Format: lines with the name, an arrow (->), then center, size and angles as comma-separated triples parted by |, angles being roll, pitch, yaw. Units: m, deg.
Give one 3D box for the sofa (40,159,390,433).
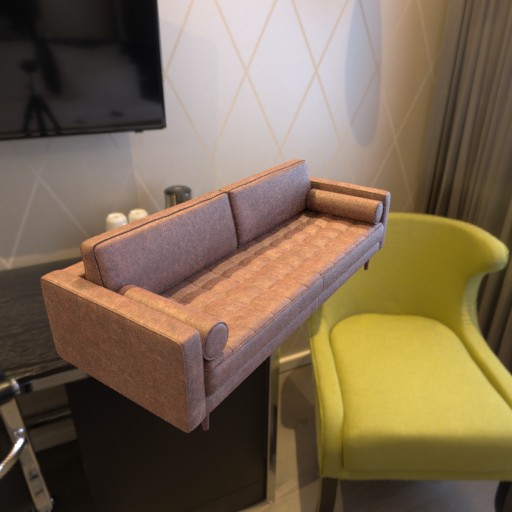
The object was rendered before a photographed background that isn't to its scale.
sofa -> 0.000, 0.000, 2.680 | 0.914, 0.762, 2.210 | 16, 30, 31
